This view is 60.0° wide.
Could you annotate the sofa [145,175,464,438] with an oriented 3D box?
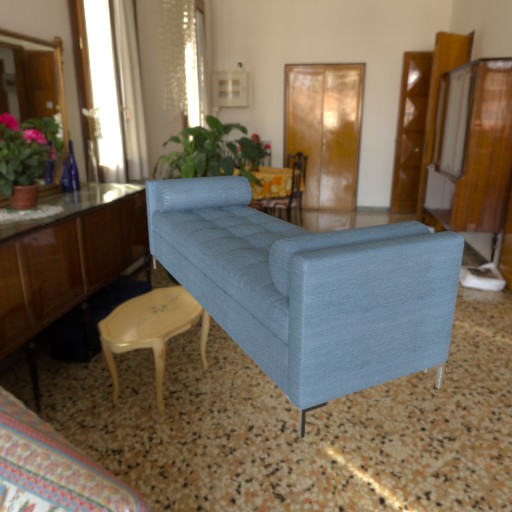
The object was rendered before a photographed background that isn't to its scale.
[{"bbox_3d":[0.000,0.000,2.357,0.686,0.635,1.981,-8,19,-25],"label":"sofa"}]
